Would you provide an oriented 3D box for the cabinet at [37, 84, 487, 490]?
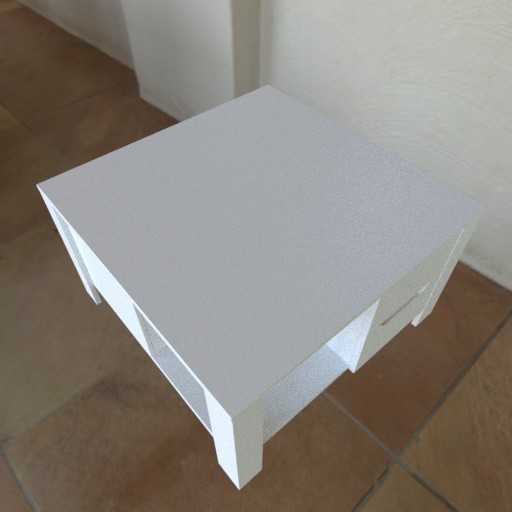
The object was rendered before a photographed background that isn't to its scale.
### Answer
[{"bbox_3d":[0.000,0.000,1.282,0.800,0.460,0.800,-33,56,-26],"label":"cabinet"}]
